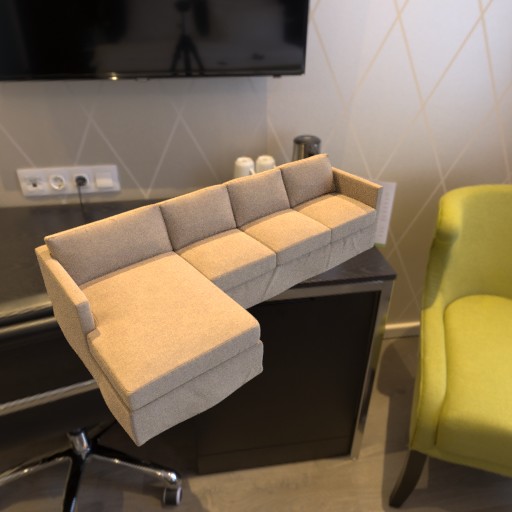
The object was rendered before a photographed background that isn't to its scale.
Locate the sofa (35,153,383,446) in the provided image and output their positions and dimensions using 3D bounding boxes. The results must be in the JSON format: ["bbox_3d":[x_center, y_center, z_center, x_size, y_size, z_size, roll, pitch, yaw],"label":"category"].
[{"bbox_3d":[0.000,0.000,3.904,3.198,0.920,1.638,-23,38,-32],"label":"sofa"}]
